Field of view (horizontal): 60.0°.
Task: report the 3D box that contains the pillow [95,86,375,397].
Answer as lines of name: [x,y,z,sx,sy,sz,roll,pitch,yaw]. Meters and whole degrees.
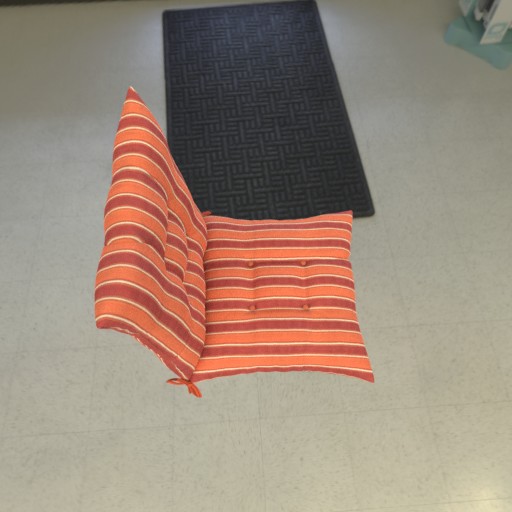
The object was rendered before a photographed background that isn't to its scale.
pillow: [0.000,0.000,1.015,0.585,0.536,0.541,-1,63,-1]
